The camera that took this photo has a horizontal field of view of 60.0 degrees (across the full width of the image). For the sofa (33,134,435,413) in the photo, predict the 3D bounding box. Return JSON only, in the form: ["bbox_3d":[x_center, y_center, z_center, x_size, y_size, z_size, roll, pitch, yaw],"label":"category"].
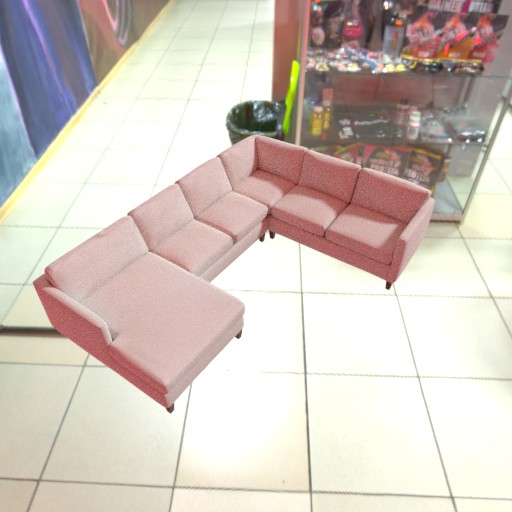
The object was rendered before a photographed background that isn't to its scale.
[{"bbox_3d":[0.000,0.000,4.649,2.593,0.956,3.459,25,47,26],"label":"sofa"}]
